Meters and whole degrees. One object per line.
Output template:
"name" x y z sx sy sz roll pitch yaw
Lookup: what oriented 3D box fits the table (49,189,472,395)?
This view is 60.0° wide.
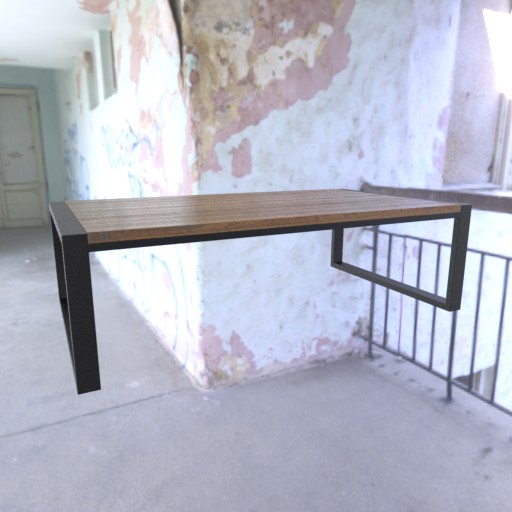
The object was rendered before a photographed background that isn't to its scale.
"table" 0.000 0.000 1.661 1.350 0.400 0.750 -7 15 -26
